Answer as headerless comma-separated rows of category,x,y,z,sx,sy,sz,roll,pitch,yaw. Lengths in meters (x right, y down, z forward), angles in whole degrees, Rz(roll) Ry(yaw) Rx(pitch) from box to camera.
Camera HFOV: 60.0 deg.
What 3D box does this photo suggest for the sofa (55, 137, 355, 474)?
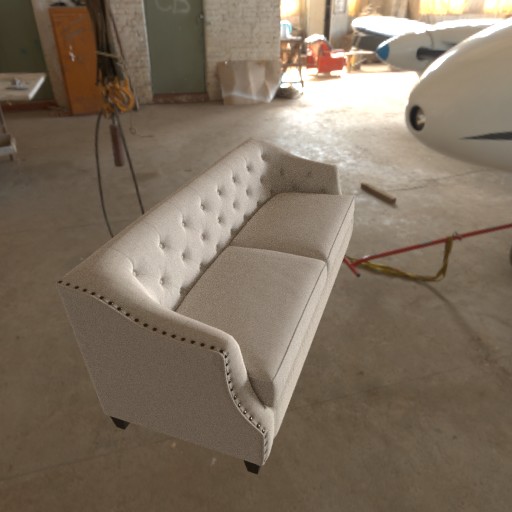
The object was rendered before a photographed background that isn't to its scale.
sofa,0.000,0.000,2.736,0.914,0.901,2.235,10,32,17
